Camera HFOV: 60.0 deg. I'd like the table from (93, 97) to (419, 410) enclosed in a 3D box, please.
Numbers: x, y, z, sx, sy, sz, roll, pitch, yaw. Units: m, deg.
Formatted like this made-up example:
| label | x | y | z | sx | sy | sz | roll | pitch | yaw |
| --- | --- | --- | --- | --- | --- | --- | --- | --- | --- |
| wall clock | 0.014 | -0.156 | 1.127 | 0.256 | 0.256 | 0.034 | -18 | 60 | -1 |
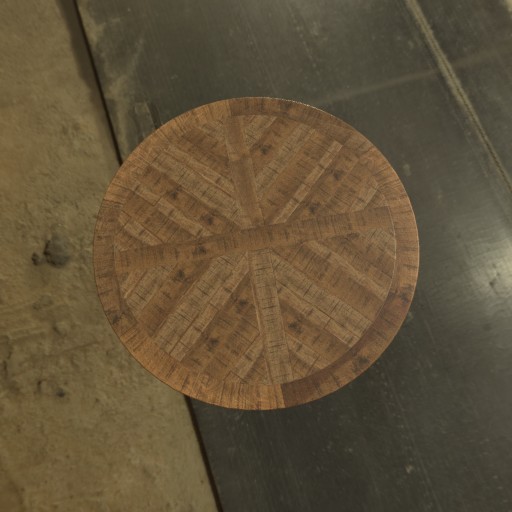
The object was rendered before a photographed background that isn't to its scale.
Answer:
| label | x | y | z | sx | sy | sz | roll | pitch | yaw |
| --- | --- | --- | --- | --- | --- | --- | --- | --- | --- |
| table | 0.000 | 0.000 | 1.968 | 1.264 | 0.516 | 1.264 | 0 | 75 | 0 |
